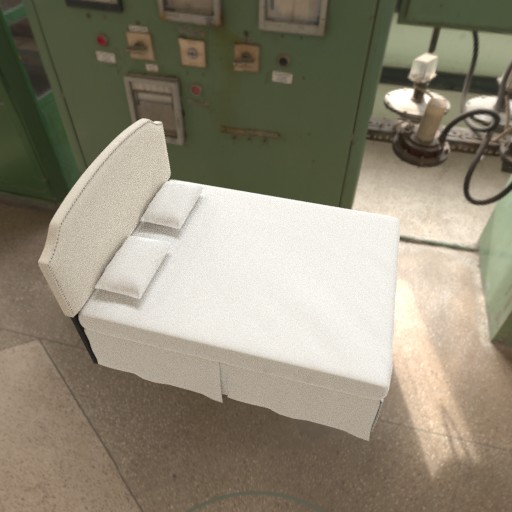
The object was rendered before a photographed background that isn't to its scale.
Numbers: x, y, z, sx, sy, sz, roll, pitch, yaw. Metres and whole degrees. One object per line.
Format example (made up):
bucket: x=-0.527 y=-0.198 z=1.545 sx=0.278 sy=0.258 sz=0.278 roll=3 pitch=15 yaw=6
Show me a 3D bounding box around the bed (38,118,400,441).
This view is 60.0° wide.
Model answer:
bed: x=0.000 y=0.000 z=2.993 sx=1.999 sy=1.270 sz=1.558 roll=11 pitch=47 yaw=10
